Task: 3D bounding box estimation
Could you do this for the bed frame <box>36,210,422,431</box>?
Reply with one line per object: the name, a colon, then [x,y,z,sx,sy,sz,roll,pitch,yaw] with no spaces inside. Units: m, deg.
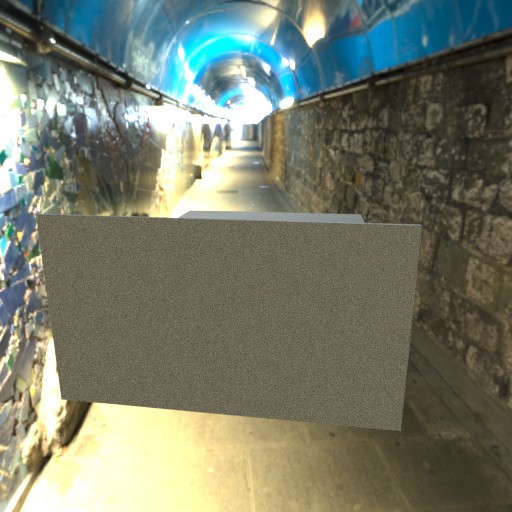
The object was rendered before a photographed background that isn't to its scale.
bed frame: [0.000,0.000,2.588,1.400,0.800,1.900,2,16,8]
